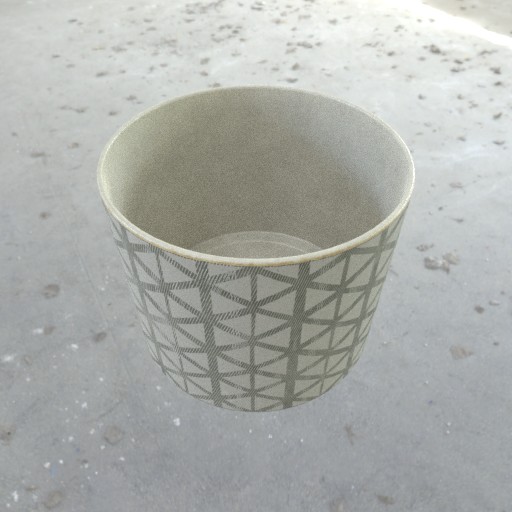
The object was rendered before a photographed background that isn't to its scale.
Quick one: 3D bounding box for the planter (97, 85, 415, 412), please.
[{"bbox_3d":[0.000,0.000,0.442,0.250,0.239,0.250,0,45,0],"label":"planter"}]
